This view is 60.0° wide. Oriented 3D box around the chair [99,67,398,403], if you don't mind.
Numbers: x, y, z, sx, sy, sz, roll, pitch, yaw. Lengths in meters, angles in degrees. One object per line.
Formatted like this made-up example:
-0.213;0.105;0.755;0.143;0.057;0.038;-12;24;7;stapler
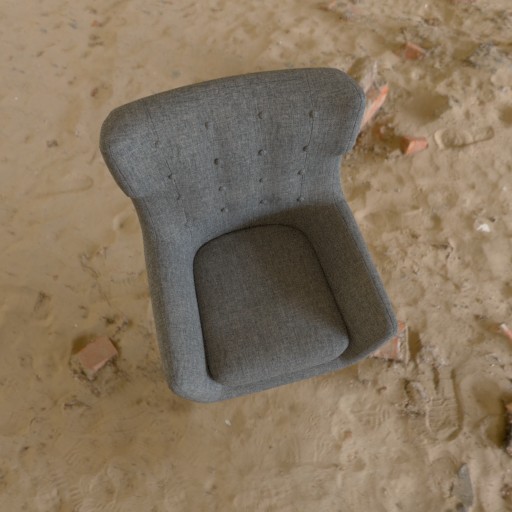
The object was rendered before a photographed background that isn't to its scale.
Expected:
0.000;0.000;1.750;0.878;1.063;0.904;-13;64;-7;chair
